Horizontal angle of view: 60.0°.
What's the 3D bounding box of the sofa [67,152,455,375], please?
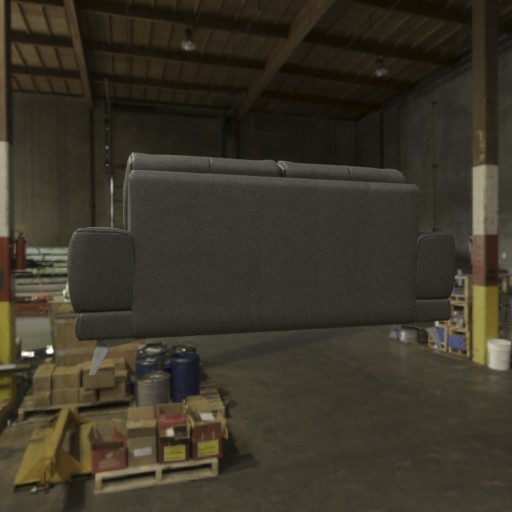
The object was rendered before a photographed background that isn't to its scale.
[{"bbox_3d":[0.000,0.000,2.389,1.806,0.907,1.018,0,1,-17],"label":"sofa"}]
